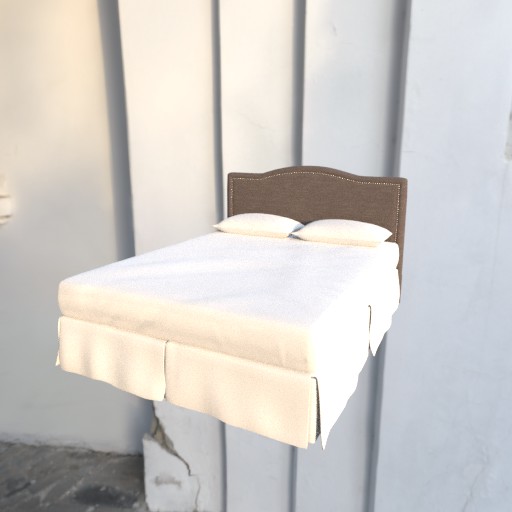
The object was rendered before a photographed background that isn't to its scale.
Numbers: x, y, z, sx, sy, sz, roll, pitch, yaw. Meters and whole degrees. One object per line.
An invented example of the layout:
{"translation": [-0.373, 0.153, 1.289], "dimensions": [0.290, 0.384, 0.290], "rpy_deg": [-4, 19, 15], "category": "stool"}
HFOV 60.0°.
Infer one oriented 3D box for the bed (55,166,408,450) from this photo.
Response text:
{"translation": [0.000, 0.000, 3.886], "dimensions": [2.161, 1.457, 2.689], "rpy_deg": [7, 16, 26], "category": "bed"}
